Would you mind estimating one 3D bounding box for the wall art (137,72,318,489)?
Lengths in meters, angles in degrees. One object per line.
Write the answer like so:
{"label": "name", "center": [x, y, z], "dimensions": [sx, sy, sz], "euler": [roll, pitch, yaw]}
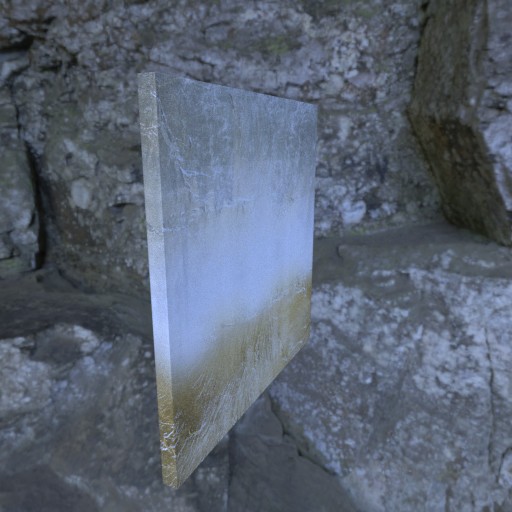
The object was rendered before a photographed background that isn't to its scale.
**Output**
{"label": "wall art", "center": [0.000, 0.000, 1.587], "dimensions": [0.051, 1.091, 1.092], "euler": [7, 16, 26]}
